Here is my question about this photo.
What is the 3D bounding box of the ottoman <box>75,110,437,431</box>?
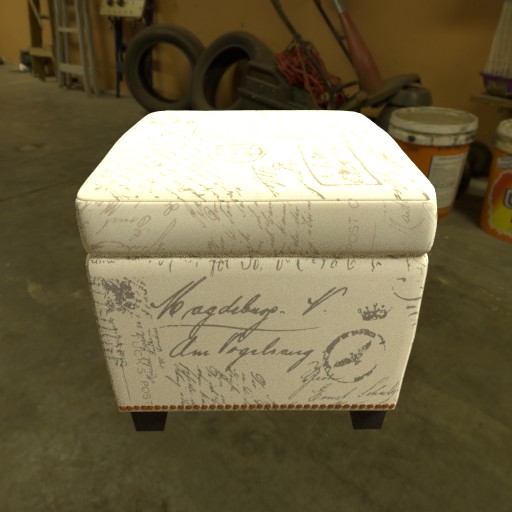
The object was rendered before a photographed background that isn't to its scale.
[{"bbox_3d":[0.000,0.000,0.806,0.450,0.457,0.449,0,30,-1],"label":"ottoman"}]
